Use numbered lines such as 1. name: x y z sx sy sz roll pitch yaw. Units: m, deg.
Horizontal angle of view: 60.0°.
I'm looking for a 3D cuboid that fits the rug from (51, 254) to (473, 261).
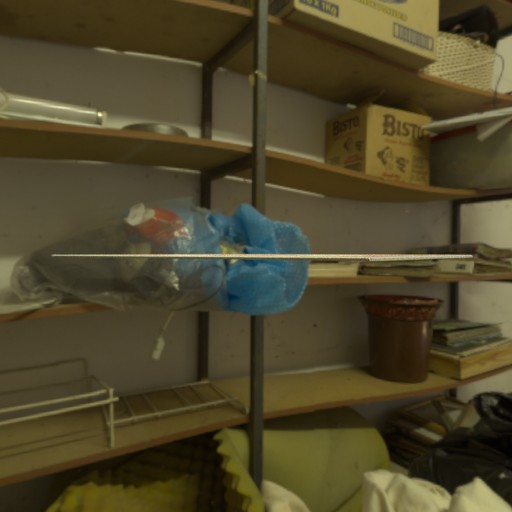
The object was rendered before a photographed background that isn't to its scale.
1. rug: 0.000 0.000 2.232 1.747 0.011 1.217 0 1 38
